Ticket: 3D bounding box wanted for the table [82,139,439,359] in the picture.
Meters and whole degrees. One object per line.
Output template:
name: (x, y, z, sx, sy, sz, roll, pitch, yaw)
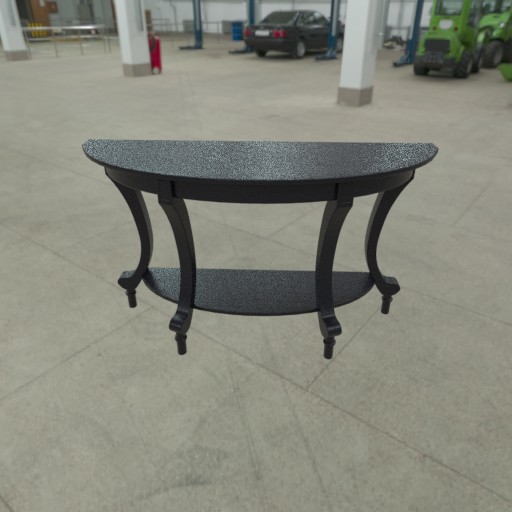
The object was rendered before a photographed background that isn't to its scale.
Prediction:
table: (0.000, 0.000, 1.536, 1.198, 0.692, 0.394, 1, 29, 2)
